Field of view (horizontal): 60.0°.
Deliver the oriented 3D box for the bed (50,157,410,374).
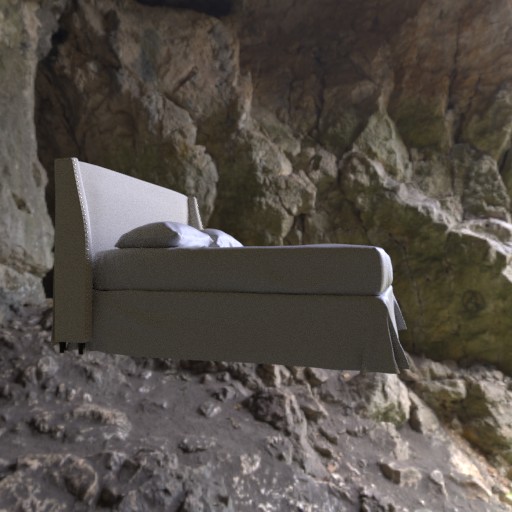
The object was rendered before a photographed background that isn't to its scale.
[{"bbox_3d":[0.000,0.000,3.520,2.276,1.332,1.925,0,-1,18],"label":"bed"}]
